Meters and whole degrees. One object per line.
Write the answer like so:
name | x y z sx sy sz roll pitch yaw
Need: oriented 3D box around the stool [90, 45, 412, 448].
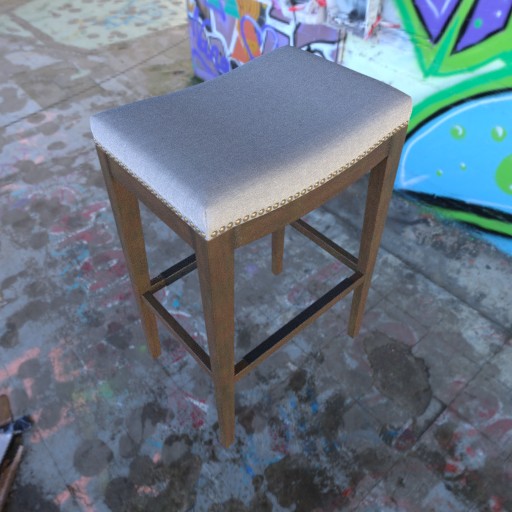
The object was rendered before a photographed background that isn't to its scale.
stool | 0.000 0.000 1.031 0.508 0.762 0.356 -33 54 -27
